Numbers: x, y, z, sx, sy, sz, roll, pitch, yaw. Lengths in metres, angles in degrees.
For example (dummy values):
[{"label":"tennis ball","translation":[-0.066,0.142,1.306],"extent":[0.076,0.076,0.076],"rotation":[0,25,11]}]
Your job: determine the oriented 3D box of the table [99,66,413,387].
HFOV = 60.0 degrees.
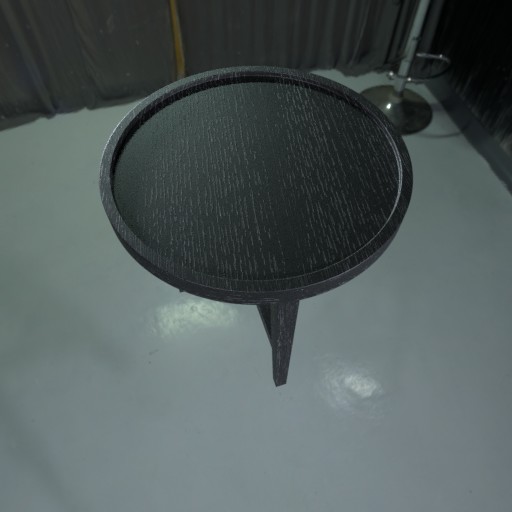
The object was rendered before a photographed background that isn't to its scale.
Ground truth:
[{"label":"table","translation":[0.000,0.000,0.764],"extent":[0.399,0.460,0.399],"rotation":[0,56,0]}]
